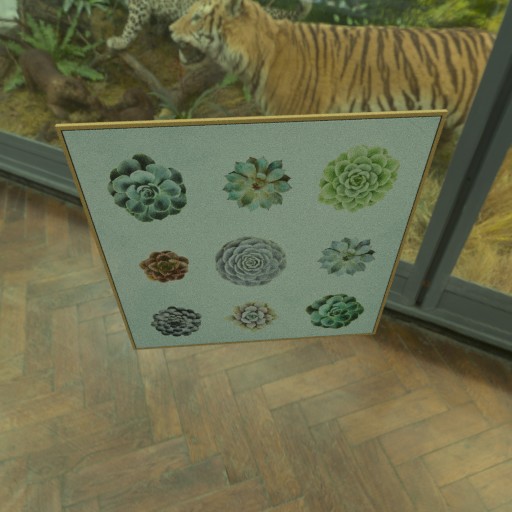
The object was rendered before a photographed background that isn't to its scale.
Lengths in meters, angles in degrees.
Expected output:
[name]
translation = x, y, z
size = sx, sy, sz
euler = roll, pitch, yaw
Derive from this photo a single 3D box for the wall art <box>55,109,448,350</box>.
[wall art]
translation = 0.000, 0.000, 1.426
size = 0.962, 0.959, 0.013
euler = -3, 45, -3
